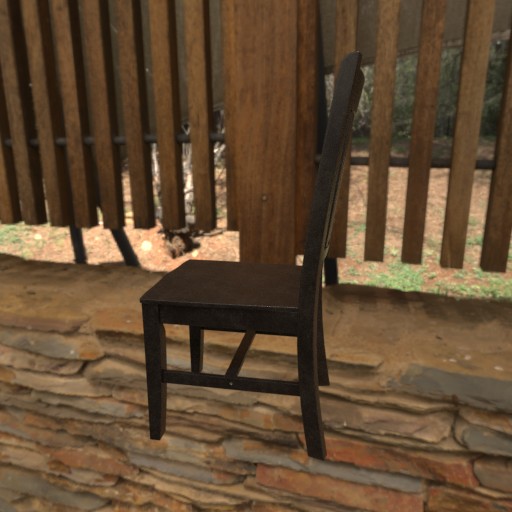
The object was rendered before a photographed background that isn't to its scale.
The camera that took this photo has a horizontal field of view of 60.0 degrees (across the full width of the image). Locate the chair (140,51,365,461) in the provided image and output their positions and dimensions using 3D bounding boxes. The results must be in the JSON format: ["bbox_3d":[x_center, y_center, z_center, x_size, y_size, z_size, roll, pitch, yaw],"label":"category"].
[{"bbox_3d":[0.000,0.000,1.280,0.555,0.998,0.450,3,15,10],"label":"chair"}]
